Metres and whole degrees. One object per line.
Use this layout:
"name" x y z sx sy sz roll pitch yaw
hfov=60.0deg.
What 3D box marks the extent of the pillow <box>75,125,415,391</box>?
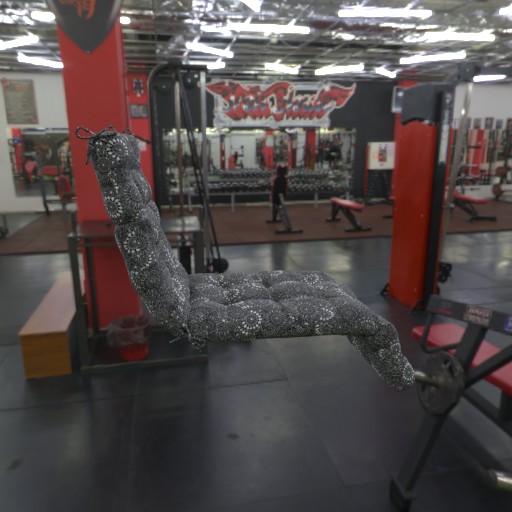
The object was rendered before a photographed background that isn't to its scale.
"pillow" 0.000 0.000 1.535 1.016 0.863 0.526 -2 14 -9
